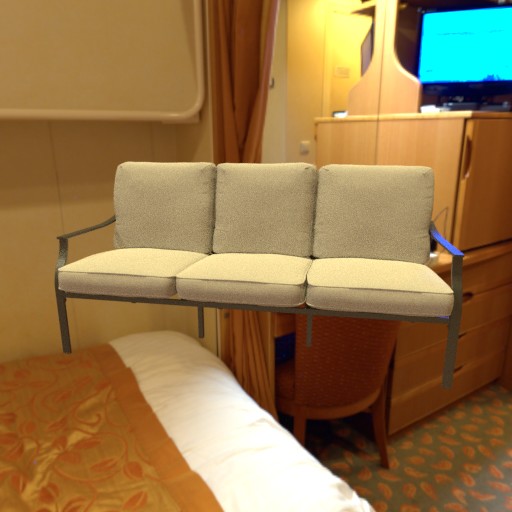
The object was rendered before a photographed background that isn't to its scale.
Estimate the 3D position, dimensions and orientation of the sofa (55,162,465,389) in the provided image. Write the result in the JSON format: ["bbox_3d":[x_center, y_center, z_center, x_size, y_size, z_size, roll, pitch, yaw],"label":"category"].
[{"bbox_3d":[0.000,0.000,2.155,1.740,0.860,0.787,3,16,10],"label":"sofa"}]
